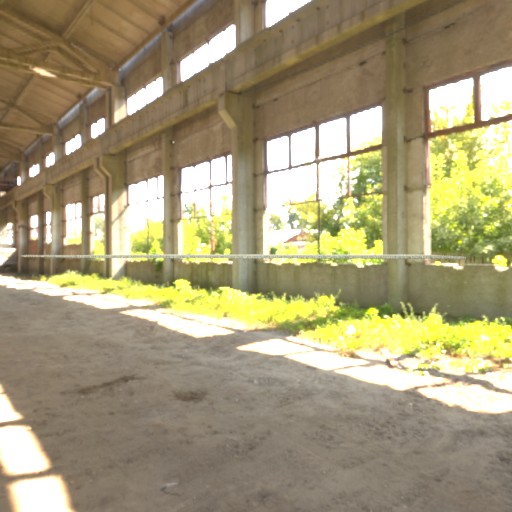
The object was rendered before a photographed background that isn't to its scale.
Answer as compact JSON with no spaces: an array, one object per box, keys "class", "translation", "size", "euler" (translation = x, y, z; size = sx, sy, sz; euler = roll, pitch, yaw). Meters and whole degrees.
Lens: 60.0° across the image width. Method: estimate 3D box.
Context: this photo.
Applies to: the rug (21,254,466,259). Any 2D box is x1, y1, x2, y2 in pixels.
[{"class":"rug","translation":[0.000,0.000,2.327],"size":[1.850,0.015,1.250],"euler":[0,0,18]}]
